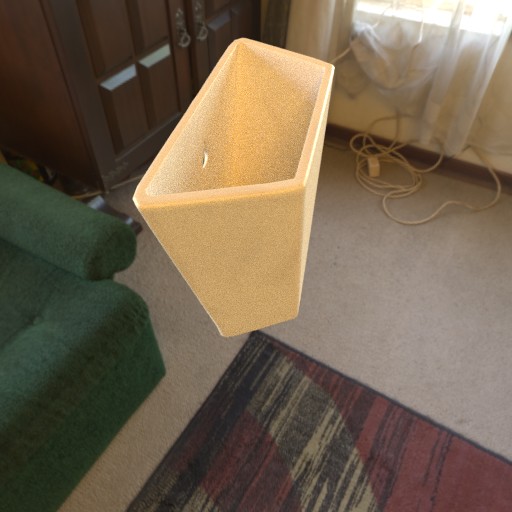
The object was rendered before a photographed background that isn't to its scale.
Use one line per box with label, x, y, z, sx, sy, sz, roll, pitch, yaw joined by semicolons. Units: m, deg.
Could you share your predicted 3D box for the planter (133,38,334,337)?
planter;0.000;0.000;0.272;0.060;0.197;0.150;10;48;9
